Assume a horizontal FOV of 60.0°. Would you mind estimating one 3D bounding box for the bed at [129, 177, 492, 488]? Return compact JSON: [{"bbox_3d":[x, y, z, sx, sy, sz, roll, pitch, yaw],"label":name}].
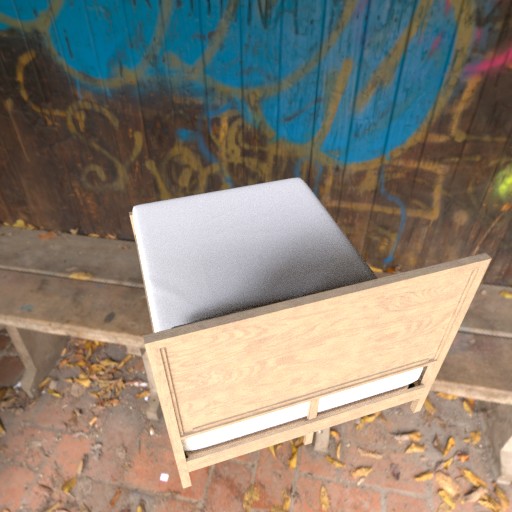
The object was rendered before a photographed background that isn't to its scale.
[{"bbox_3d":[0.000,0.000,3.117,1.606,1.369,2.189,-12,43,-13],"label":"bed"}]
